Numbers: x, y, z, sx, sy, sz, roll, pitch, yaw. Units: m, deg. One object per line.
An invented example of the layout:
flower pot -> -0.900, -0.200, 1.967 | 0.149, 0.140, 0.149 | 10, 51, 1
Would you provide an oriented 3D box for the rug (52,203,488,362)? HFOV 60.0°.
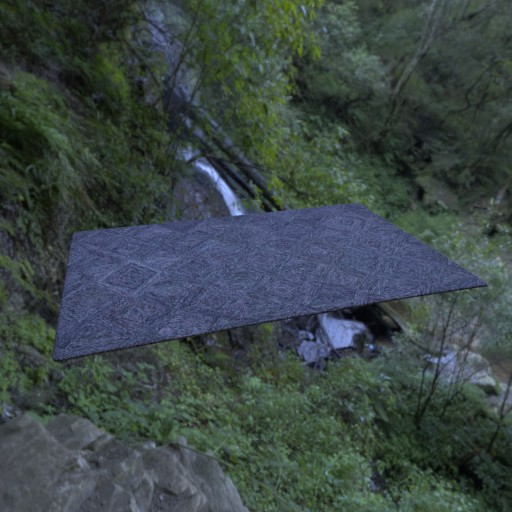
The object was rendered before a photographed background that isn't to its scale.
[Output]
rug -> 0.000, 0.000, 2.170 | 1.752, 0.013, 1.158 | -8, 27, -15
